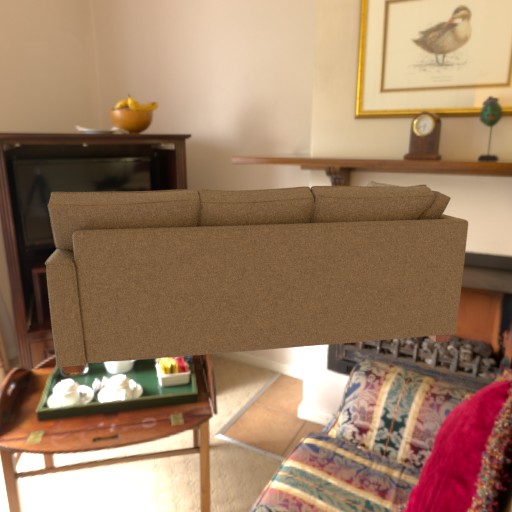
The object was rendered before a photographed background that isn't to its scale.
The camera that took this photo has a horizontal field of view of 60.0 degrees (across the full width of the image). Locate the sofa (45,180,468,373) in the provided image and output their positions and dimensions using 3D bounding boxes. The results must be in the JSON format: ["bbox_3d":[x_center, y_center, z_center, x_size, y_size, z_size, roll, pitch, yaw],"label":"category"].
[{"bbox_3d":[0.000,0.000,2.899,2.317,0.962,1.061,-2,14,-10],"label":"sofa"}]
